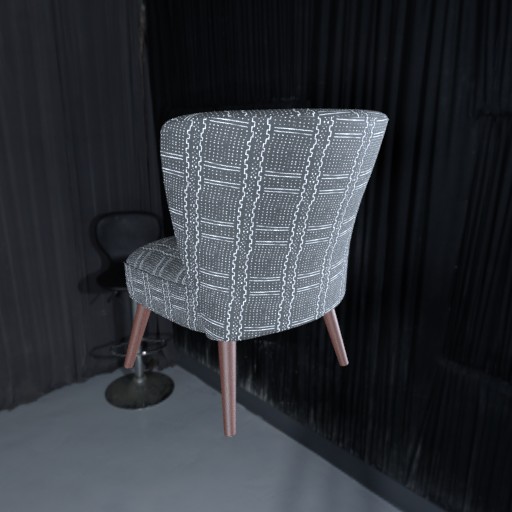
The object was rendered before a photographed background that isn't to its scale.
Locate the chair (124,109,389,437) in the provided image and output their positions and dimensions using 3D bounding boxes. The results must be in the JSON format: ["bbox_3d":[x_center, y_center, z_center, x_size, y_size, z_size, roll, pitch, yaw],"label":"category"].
[{"bbox_3d":[0.000,0.000,1.408,0.710,0.866,0.758,-15,22,-42],"label":"chair"}]
